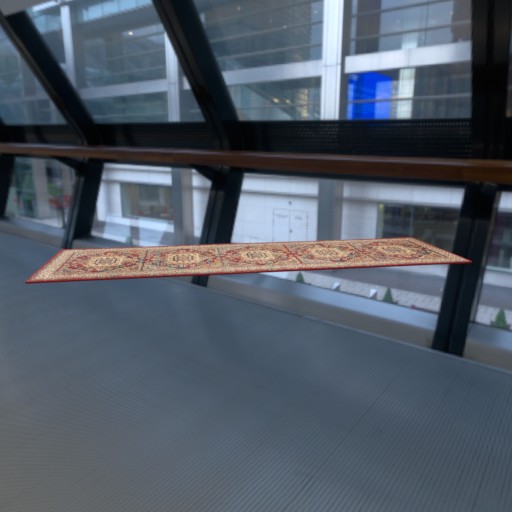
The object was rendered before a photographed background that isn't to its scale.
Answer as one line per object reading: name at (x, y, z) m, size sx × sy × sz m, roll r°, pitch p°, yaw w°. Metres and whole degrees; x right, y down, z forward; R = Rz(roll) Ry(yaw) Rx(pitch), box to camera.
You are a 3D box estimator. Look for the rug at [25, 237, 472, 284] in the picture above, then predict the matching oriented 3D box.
rug at (0.000, 0.000, 2.561) m, size 2.292 × 0.015 × 0.659 m, roll -2°, pitch 14°, yaw -9°
